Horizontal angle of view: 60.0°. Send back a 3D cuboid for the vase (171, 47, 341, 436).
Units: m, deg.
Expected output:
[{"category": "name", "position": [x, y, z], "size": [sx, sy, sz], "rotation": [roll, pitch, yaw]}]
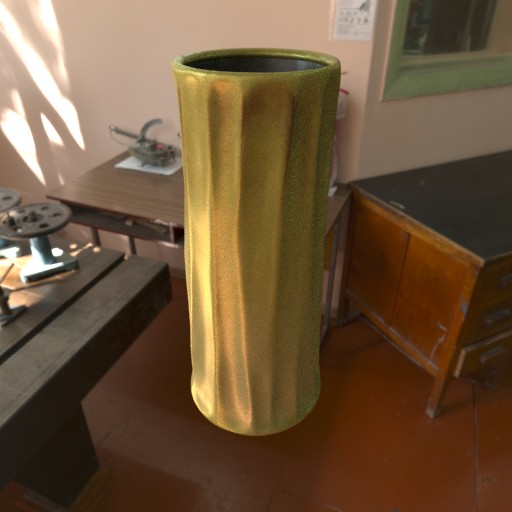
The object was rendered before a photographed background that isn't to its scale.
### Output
[{"category": "vase", "position": [0.000, 0.000, 0.174], "size": [0.061, 0.143, 0.061], "rotation": [0, 32, 0]}]
